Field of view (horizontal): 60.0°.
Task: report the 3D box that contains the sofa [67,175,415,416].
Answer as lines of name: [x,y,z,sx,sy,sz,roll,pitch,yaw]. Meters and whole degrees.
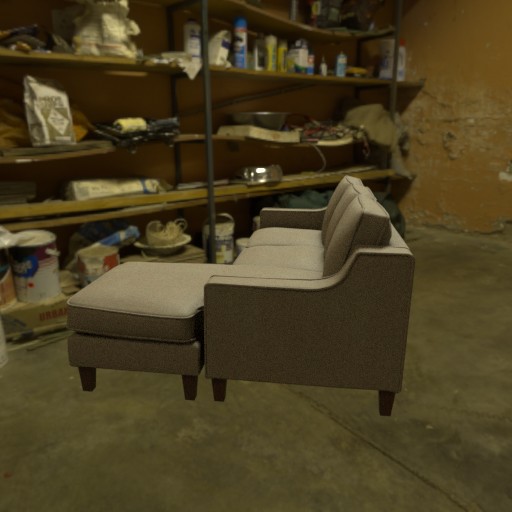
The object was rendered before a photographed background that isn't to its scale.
sofa: [0.000,0.000,3.350,1.858,1.081,2.317,2,16,8]
